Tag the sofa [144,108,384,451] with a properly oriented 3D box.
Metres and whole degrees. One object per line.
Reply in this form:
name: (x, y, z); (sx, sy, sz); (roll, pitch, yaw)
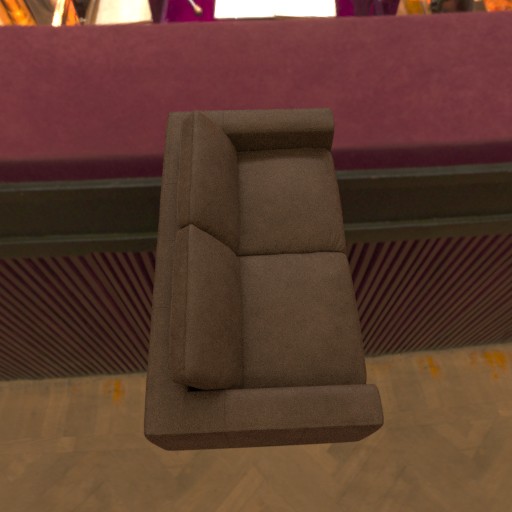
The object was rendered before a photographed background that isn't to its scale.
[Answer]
sofa: (0.000, 0.000, 2.490); (1.070, 0.800, 1.920); (-2, 62, -1)
